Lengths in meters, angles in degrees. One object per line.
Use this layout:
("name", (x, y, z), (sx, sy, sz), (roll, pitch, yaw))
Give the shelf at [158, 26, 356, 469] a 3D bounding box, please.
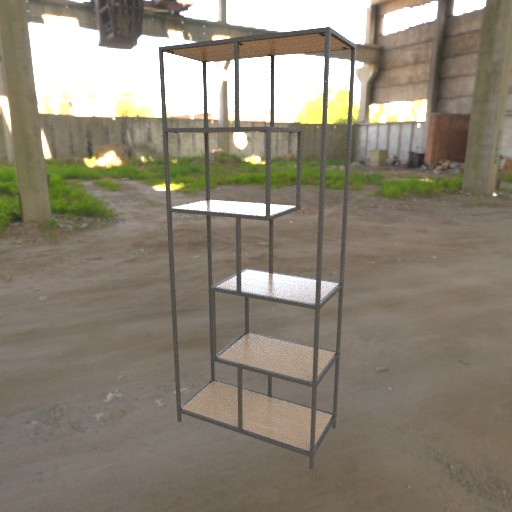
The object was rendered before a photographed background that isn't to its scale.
("shelf", (0.000, 0.000, 2.119), (0.770, 1.850, 0.350), (8, 17, 27))
